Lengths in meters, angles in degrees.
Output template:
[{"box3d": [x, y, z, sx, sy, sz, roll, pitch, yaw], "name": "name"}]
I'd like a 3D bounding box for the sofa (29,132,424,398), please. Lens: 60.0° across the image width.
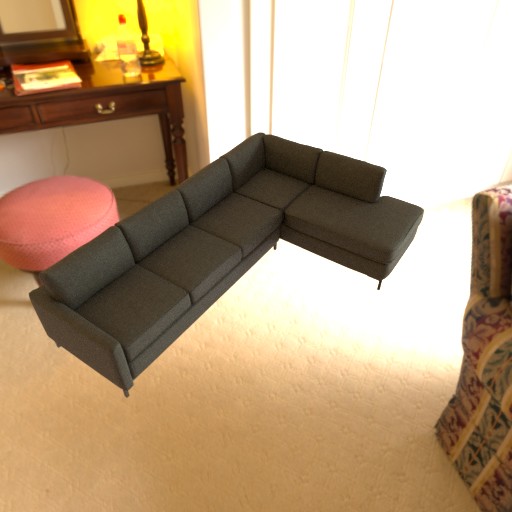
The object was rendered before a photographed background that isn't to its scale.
[{"box3d": [0.000, 0.000, 3.806, 1.984, 0.858, 2.972, 24, 46, 26], "name": "sofa"}]
